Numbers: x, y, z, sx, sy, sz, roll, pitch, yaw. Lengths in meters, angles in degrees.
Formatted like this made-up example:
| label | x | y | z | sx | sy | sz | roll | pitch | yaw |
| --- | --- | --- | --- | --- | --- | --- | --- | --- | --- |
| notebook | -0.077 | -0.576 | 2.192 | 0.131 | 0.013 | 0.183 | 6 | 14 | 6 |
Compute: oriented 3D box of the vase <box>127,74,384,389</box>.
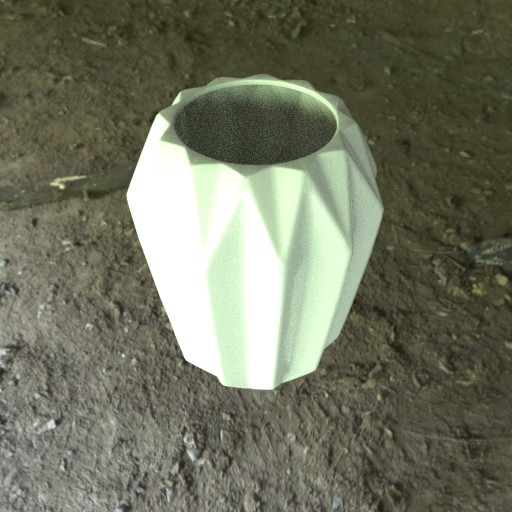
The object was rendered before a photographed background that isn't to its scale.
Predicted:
| label | x | y | z | sx | sy | sz | roll | pitch | yaw |
| --- | --- | --- | --- | --- | --- | --- | --- | --- | --- |
| vase | 0.000 | 0.000 | 0.399 | 0.195 | 0.275 | 0.195 | 0 | 47 | 0 |
